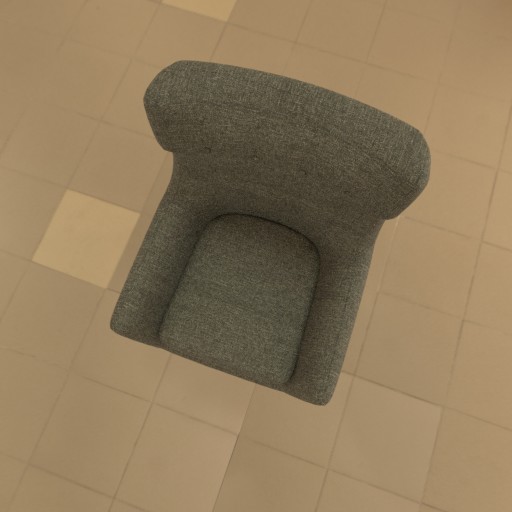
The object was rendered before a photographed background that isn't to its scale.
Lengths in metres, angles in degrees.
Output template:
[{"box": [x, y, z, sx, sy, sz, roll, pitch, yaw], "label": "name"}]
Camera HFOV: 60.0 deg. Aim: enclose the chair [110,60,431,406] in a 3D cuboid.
[{"box": [0.000, 0.000, 1.710, 0.878, 1.063, 0.904, 18, 75, 5], "label": "chair"}]
